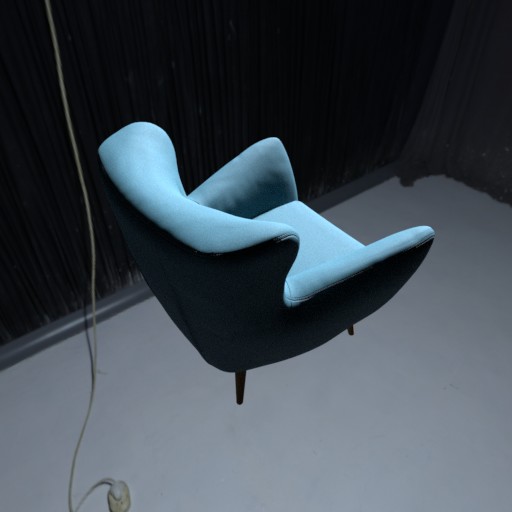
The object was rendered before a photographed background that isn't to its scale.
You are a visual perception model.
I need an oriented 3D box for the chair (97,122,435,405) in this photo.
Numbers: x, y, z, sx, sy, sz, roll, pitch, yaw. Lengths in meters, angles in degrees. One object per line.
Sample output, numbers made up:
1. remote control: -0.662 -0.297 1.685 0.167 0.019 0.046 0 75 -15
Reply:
1. chair: 0.000 0.000 1.635 0.889 0.889 0.890 -26 47 -27
